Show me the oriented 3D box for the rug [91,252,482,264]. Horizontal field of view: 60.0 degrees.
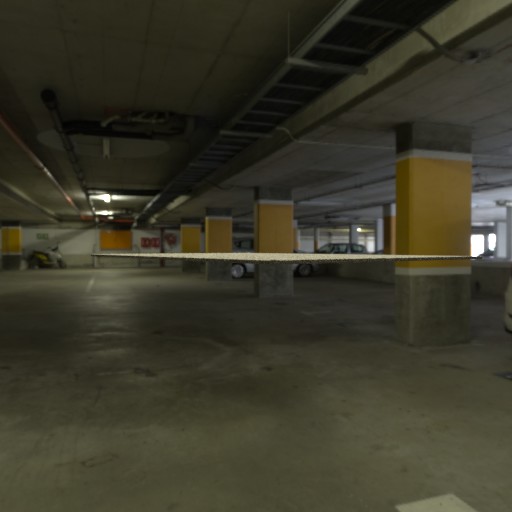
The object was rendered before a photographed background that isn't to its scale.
[{"bbox_3d":[0.000,0.000,2.385,1.224,0.016,1.832,-1,1,-36],"label":"rug"}]
